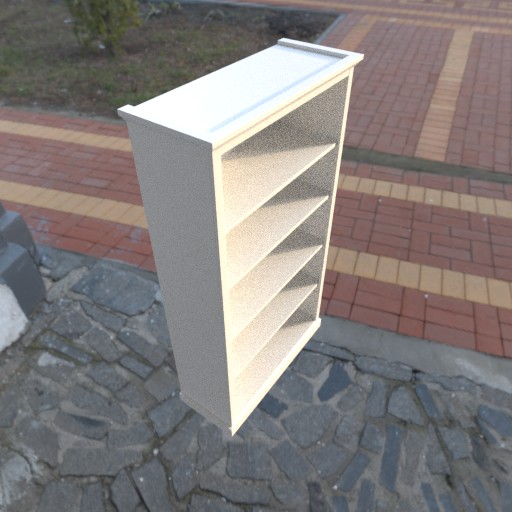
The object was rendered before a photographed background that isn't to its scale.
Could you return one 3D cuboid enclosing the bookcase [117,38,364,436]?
[{"bbox_3d":[0.000,0.000,2.381,0.432,1.880,1.050,26,47,26],"label":"bookcase"}]
